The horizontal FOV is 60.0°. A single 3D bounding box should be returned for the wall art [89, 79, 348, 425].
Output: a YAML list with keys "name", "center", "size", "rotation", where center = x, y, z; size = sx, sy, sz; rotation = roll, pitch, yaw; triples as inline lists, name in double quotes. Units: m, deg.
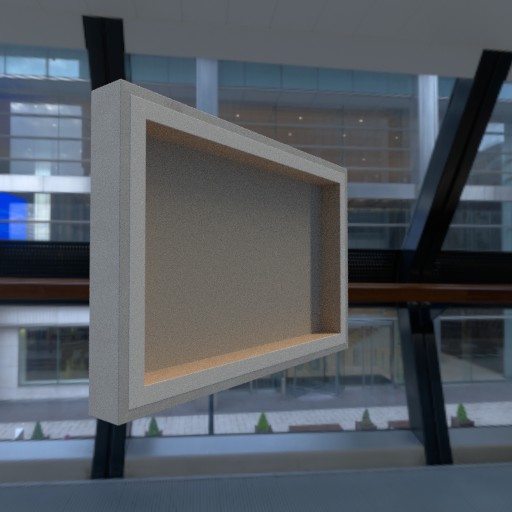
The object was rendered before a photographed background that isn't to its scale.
- name: "wall art"
  center: [0.000, 0.000, 0.487]
  size: [0.038, 0.254, 0.381]
  rotation: [-1, -2, 37]
